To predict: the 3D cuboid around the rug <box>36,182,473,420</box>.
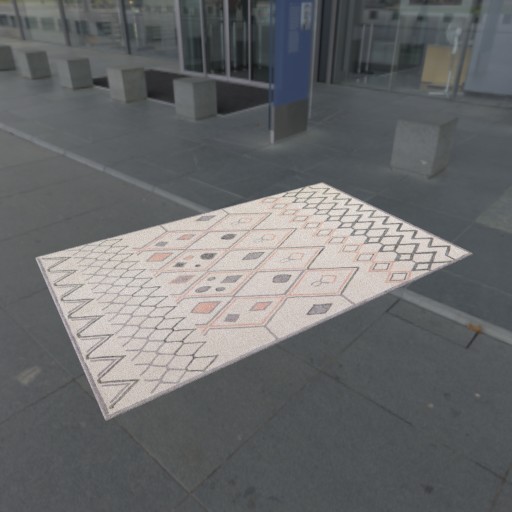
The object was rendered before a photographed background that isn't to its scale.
[{"bbox_3d":[0.000,0.000,2.911,2.438,0.015,1.524,-18,35,-28],"label":"rug"}]
